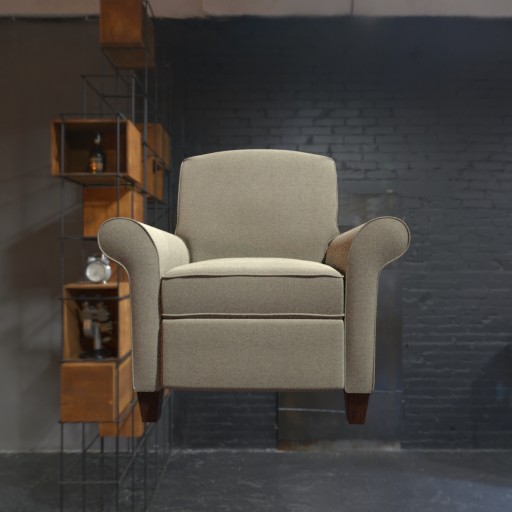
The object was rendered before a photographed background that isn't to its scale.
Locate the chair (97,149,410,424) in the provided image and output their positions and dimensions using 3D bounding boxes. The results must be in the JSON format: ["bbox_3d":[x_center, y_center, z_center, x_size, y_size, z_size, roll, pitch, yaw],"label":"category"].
[{"bbox_3d":[0.000,0.000,1.812,0.978,1.061,0.905,0,0,1],"label":"chair"}]
